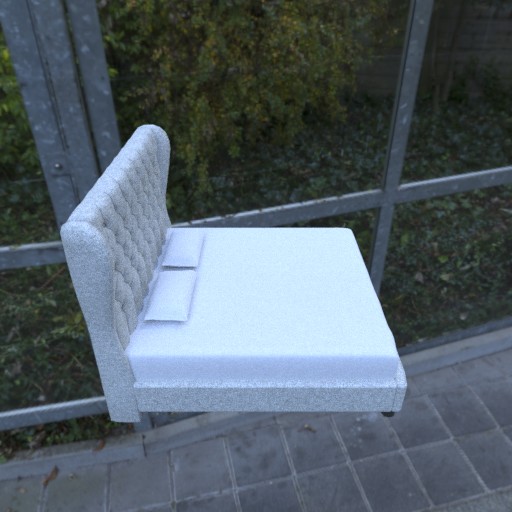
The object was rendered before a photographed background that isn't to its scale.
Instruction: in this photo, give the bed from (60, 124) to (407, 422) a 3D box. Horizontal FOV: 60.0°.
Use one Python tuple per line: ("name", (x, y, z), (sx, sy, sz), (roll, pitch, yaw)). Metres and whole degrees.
("bed", (0.000, 0.000, 3.975), (2.347, 1.771, 2.219), (0, 32, 0))
